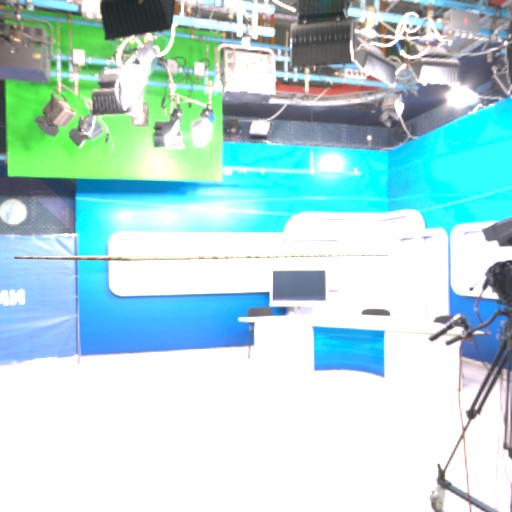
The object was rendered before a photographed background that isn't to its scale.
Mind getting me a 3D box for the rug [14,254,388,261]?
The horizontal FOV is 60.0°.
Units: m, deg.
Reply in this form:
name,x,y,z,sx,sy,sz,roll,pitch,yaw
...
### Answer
name,x,y,z,sx,sy,sz,roll,pitch,yaw
rug,0.000,0.000,2.624,0.750,0.011,2.435,0,1,36
